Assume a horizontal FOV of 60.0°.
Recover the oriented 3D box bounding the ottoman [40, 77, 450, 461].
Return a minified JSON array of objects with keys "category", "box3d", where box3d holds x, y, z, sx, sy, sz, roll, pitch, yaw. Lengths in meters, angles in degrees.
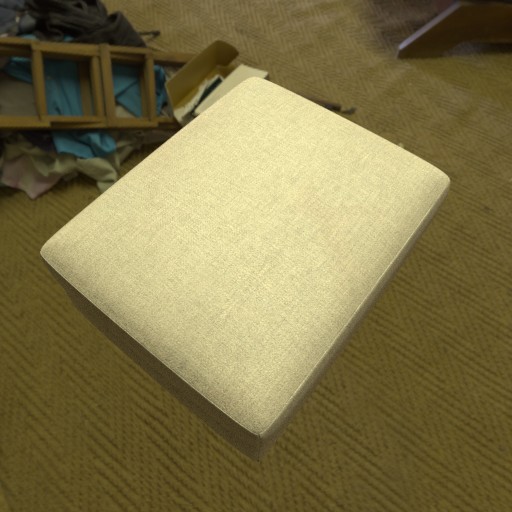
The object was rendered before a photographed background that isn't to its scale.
[{"category":"ottoman","box3d":[0.000,0.000,1.217,0.671,0.490,0.820,34,65,19]}]
